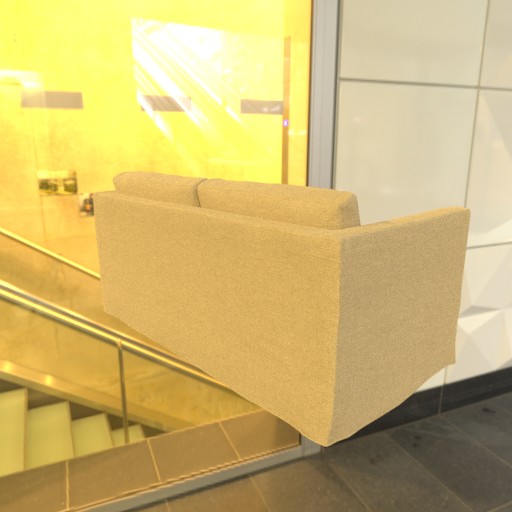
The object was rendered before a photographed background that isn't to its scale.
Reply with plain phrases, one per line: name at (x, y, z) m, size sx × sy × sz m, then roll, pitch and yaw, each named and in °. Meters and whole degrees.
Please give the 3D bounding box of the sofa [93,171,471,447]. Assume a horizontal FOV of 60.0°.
sofa at (0.000, 0.000, 2.265) m, size 0.956 × 0.828 × 1.766 m, roll -13°, pitch 19°, yaw -41°
